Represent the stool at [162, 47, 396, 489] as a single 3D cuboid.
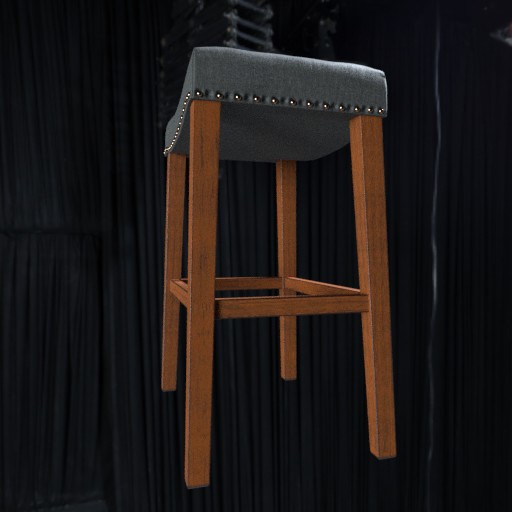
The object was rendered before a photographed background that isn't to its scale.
[{"bbox_3d":[0.000,0.000,0.838,0.320,0.612,0.439,0,1,-16],"label":"stool"}]
